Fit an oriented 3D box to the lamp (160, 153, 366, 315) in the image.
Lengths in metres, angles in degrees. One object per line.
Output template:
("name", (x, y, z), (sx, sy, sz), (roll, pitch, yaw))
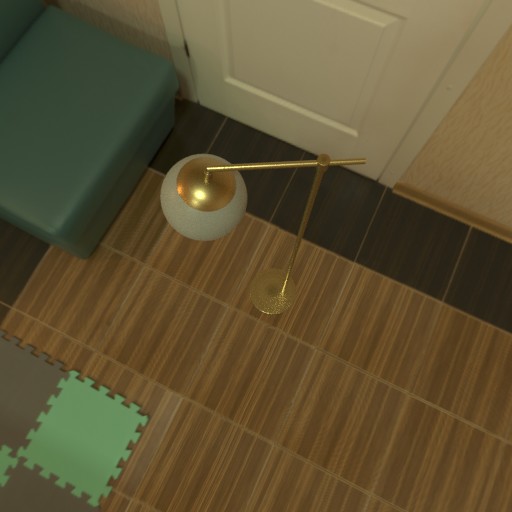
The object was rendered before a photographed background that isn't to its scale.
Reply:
("lamp", (0.000, 0.000, 1.672), (0.476, 1.505, 0.249), (-3, 75, -1))
